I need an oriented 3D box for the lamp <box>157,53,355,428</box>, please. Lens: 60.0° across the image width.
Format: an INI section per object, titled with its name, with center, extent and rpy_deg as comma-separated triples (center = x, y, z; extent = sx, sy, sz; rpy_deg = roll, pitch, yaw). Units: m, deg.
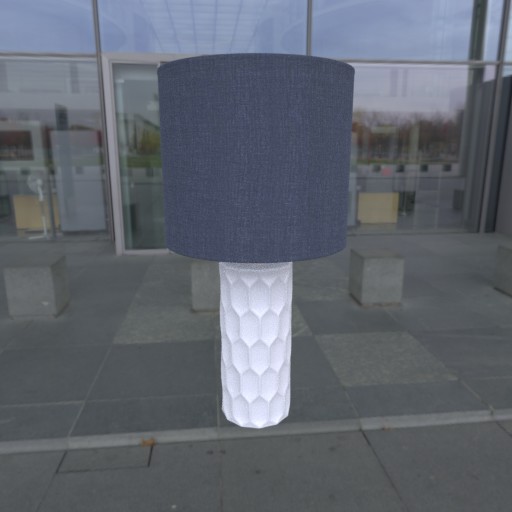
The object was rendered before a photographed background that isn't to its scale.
[lamp]
center = 0.000, 0.000, 0.696
extent = 0.277, 0.537, 0.277
rpy_deg = 2, 14, 9
